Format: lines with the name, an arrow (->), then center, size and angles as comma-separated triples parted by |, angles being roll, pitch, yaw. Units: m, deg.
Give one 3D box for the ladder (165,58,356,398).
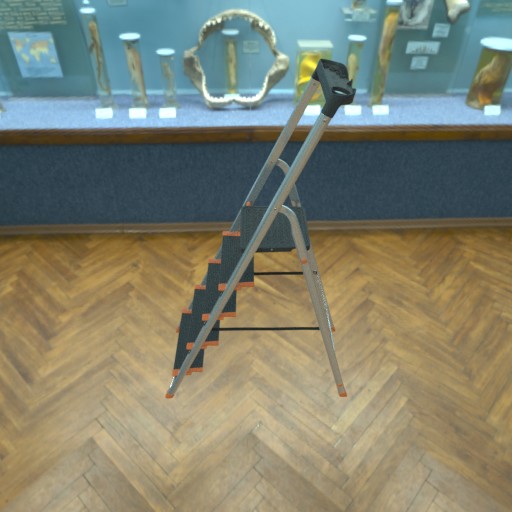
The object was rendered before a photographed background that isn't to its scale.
ladder -> 0.000, 0.000, 2.053 | 0.995, 1.646, 0.480 | 0, 42, 0
